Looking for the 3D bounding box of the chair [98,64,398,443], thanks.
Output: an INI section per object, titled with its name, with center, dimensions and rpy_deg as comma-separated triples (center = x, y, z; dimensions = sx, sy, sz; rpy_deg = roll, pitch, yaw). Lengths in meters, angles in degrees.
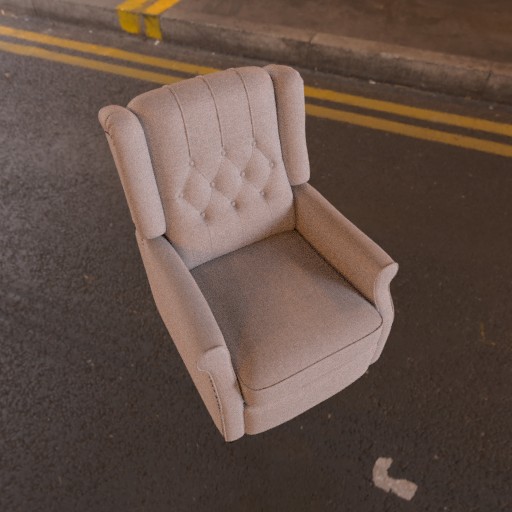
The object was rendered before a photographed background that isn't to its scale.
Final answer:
[chair]
center = 0.000, 0.000, 1.588
dimensions = 0.742, 1.035, 0.902
rpy_deg = -22, 52, -19
